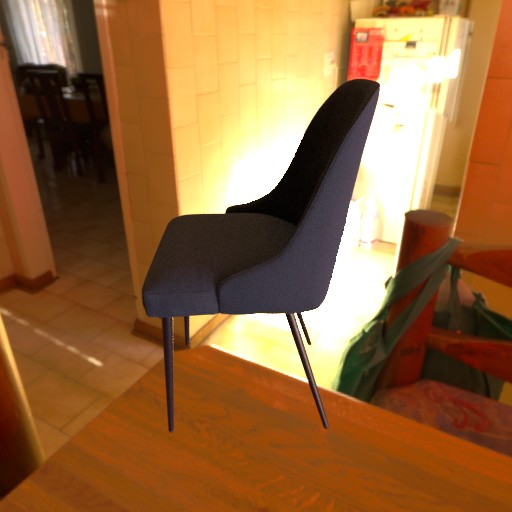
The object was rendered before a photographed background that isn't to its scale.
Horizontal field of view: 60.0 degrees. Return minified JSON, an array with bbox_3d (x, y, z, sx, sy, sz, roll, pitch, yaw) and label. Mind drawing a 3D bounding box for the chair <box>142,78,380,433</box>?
[{"bbox_3d":[0.000,0.000,1.220,0.559,0.896,0.478,0,27,-1],"label":"chair"}]
